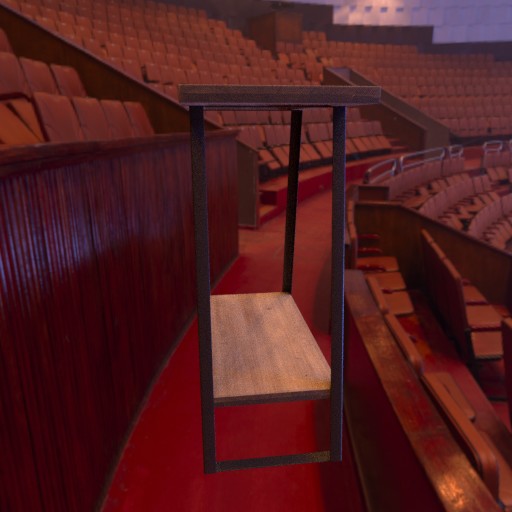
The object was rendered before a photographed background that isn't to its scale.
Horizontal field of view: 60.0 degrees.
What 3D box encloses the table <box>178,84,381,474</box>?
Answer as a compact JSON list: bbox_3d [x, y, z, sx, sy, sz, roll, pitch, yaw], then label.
[{"bbox_3d":[0.000,0.000,1.029,0.300,0.701,0.599,-2,17,-7],"label":"table"}]
